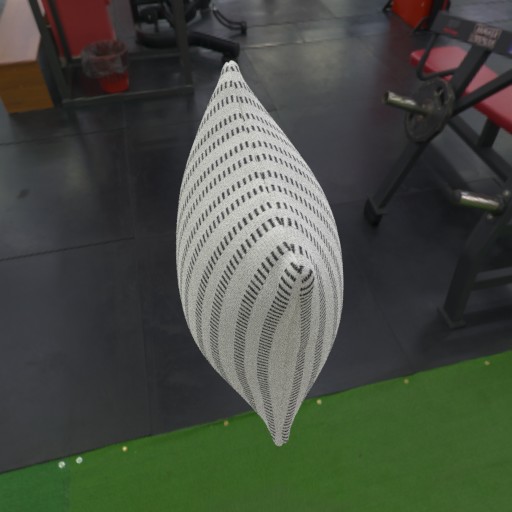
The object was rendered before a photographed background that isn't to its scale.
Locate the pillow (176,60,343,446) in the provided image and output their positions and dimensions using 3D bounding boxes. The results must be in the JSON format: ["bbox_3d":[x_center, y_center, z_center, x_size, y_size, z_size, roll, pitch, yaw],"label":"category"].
[{"bbox_3d":[0.000,0.000,0.681,0.247,0.419,0.438,-8,48,-7],"label":"pillow"}]
